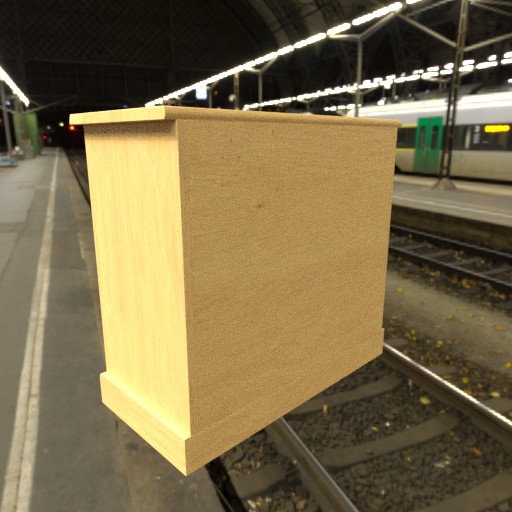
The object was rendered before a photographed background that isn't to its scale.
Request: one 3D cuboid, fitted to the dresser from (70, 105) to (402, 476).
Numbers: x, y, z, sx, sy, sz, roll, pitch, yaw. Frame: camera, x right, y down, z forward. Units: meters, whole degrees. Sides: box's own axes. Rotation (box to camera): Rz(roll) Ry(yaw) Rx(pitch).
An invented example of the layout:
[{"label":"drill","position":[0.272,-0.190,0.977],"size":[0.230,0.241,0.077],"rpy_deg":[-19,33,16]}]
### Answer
[{"label":"dresser","position":[0.000,0.000,1.401],"size":[0.915,0.835,0.440],"rpy_deg":[-14,20,-43]}]
